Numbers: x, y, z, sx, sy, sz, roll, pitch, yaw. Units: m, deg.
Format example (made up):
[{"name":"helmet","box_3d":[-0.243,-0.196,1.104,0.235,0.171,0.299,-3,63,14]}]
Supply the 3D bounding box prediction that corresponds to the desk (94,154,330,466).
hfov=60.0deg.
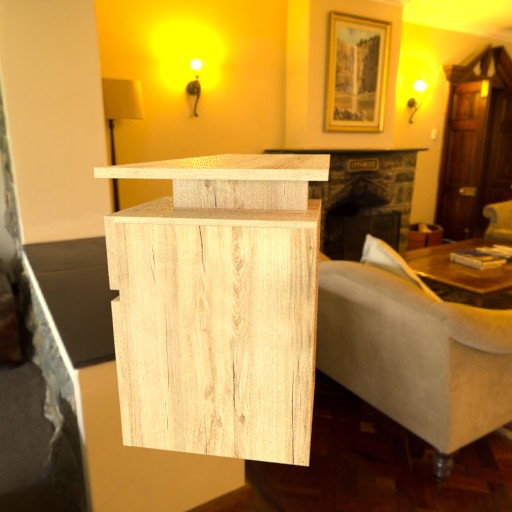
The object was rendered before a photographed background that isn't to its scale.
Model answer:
[{"name":"desk","box_3d":[0.000,0.000,1.771,0.550,0.760,1.400,2,14,9]}]
